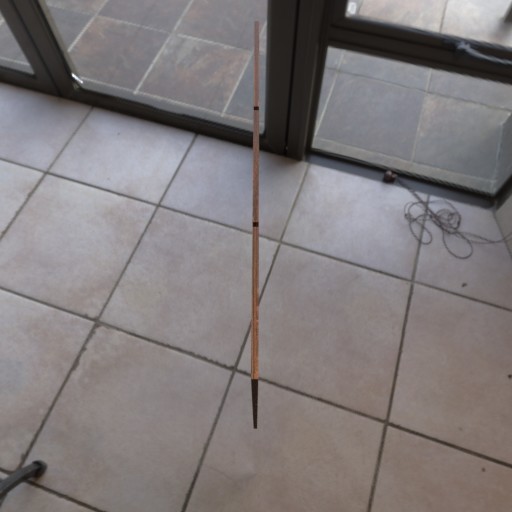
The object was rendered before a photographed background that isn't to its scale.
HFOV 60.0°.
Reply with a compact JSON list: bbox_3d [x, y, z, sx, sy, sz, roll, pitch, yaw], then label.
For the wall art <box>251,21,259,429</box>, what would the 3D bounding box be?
[{"bbox_3d":[0.000,0.000,1.363,0.013,0.914,0.915,0,64,0],"label":"wall art"}]
